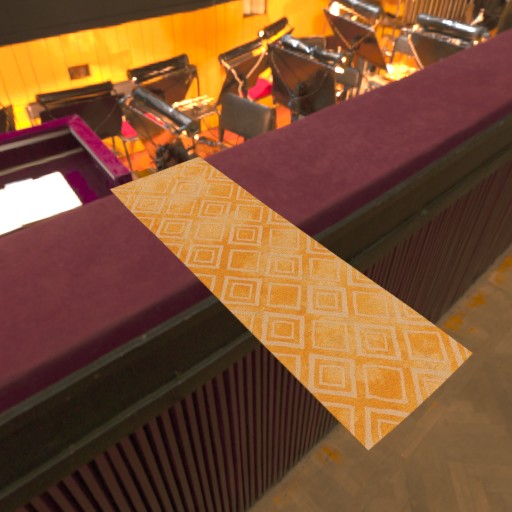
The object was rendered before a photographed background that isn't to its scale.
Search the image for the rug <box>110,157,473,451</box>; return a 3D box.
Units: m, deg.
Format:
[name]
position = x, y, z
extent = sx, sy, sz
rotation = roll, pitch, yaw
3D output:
[rug]
position = 0.000, 0.000, 2.683
extent = 0.775, 0.010, 2.438
rotation = -28, 49, -28
